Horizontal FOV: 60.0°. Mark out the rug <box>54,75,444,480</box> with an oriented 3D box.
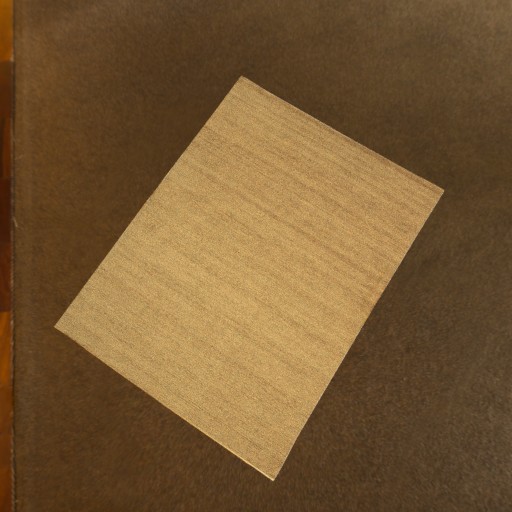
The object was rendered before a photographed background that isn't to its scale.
[{"bbox_3d":[0.000,0.000,4.285,2.434,0.045,3.202,32,79,7],"label":"rug"}]
